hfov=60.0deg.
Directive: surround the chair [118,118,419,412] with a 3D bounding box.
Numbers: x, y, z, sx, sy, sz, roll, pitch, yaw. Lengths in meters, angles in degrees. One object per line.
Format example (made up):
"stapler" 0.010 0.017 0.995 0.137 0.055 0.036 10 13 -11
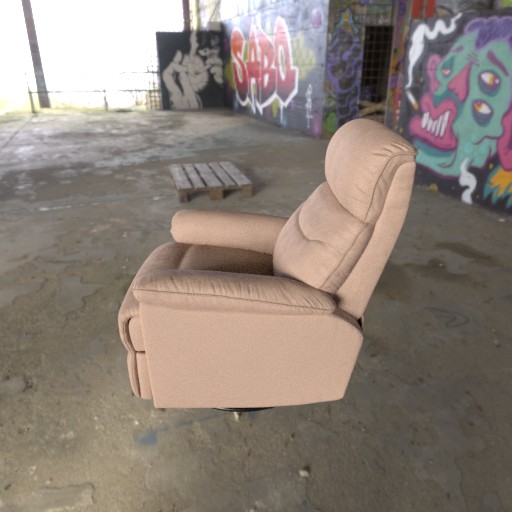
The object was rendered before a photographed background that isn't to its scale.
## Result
"chair" 0.000 0.000 1.783 1.004 1.037 0.820 0 23 1
